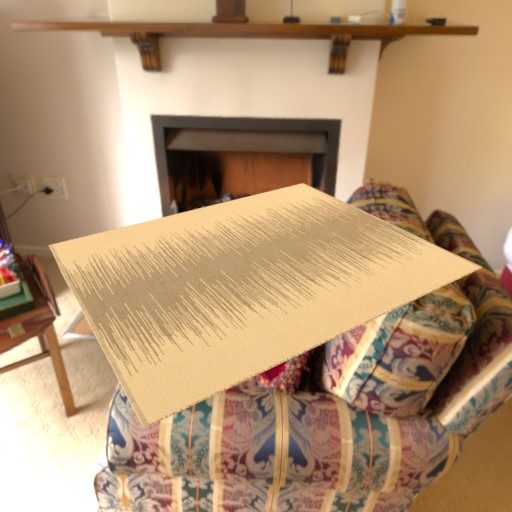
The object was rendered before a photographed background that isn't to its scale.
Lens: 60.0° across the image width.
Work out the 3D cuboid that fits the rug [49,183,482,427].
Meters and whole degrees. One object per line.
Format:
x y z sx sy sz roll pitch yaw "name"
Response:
0.000 0.000 3.959 3.037 0.010 2.453 -18 34 -28 "rug"
